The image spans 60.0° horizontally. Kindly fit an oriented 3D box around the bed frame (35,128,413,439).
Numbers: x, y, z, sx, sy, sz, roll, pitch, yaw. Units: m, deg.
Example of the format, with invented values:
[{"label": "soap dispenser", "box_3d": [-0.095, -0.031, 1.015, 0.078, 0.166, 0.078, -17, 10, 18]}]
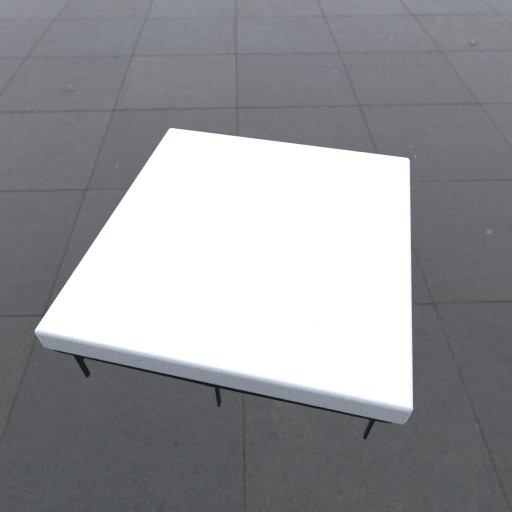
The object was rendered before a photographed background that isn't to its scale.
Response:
[{"label": "bed frame", "box_3d": [0.000, 0.000, 3.019, 1.935, 0.525, 2.033, 9, 48, 9]}]
